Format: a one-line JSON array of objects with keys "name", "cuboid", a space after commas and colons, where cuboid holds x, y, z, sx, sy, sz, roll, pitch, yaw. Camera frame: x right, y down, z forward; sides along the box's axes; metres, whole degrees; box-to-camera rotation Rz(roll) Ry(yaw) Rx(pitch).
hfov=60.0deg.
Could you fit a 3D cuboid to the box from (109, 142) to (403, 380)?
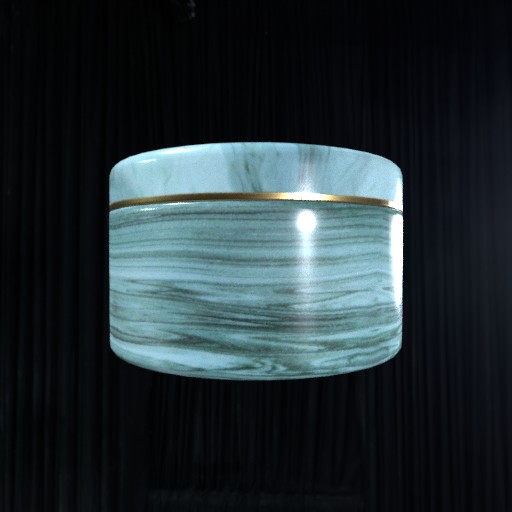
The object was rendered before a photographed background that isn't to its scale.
[{"name": "box", "cuboid": [0.000, 0.000, 0.161, 0.101, 0.063, 0.101, 0, 1, 0]}]
